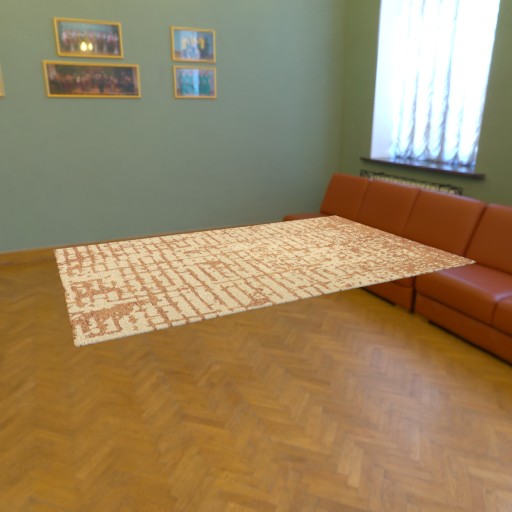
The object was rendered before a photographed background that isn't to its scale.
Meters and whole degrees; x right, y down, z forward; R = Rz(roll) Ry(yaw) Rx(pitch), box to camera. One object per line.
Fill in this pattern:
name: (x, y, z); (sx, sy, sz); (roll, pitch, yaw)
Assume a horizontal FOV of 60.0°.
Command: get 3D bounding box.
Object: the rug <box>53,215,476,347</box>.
rug: (0.000, 0.000, 2.997); (2.435, 0.011, 1.517); (-9, 20, -25)
